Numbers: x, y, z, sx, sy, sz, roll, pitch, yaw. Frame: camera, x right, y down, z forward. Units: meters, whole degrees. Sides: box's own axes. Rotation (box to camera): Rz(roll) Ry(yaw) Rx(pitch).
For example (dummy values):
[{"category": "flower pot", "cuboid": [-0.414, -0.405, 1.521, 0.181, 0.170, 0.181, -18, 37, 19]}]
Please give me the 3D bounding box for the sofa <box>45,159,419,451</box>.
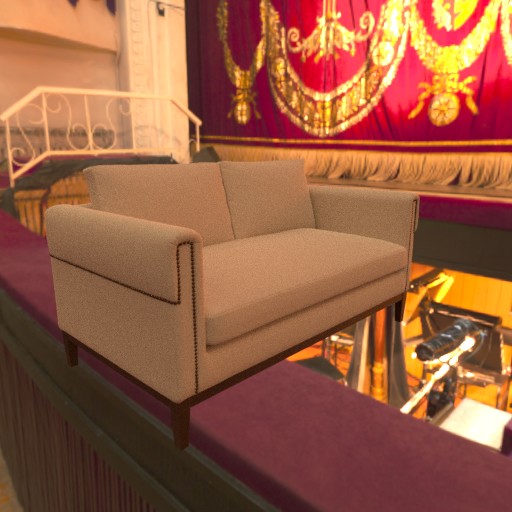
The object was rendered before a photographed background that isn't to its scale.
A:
[{"category": "sofa", "cuboid": [0.000, 0.000, 2.107, 0.905, 0.873, 1.598, 13, 19, 43]}]
